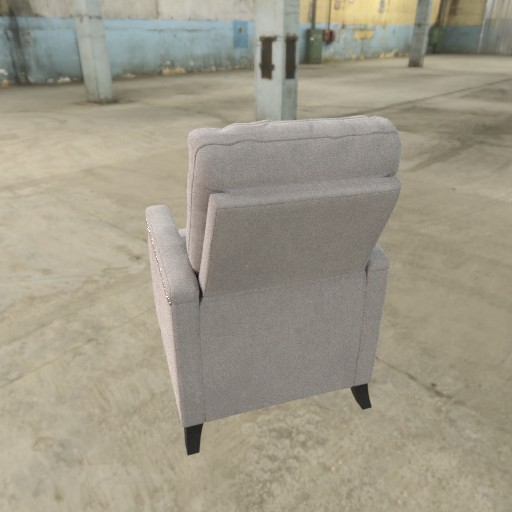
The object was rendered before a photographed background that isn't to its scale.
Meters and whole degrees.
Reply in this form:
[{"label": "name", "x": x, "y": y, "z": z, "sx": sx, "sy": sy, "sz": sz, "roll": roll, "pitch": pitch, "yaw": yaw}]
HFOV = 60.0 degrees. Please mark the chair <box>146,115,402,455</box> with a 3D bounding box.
[{"label": "chair", "x": 0.000, "y": 0.000, "z": 1.605, "sx": 0.710, "sy": 1.049, "sz": 0.922, "roll": -8, "pitch": 27, "yaw": -16}]
